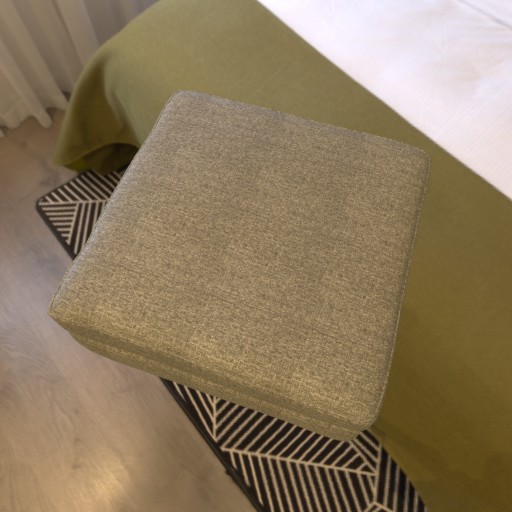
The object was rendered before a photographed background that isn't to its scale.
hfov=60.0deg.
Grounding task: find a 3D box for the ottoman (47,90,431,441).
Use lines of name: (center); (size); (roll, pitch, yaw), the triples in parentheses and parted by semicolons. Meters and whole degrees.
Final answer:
ottoman: (0.000, 0.000, 1.350); (0.838, 0.481, 0.838); (17, 64, 8)
